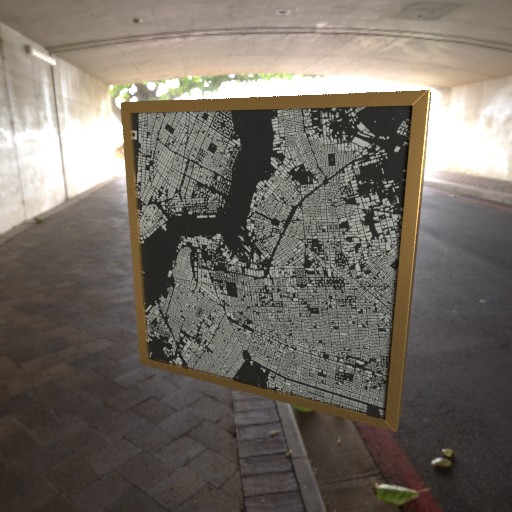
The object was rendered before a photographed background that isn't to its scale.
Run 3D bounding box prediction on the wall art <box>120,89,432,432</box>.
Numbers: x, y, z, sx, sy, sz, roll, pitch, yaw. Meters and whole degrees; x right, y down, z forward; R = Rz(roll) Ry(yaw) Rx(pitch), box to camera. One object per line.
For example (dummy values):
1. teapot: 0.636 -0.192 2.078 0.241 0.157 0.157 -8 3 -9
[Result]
1. wall art: 0.000 0.000 0.452 0.305 0.305 0.023 7 17 24
